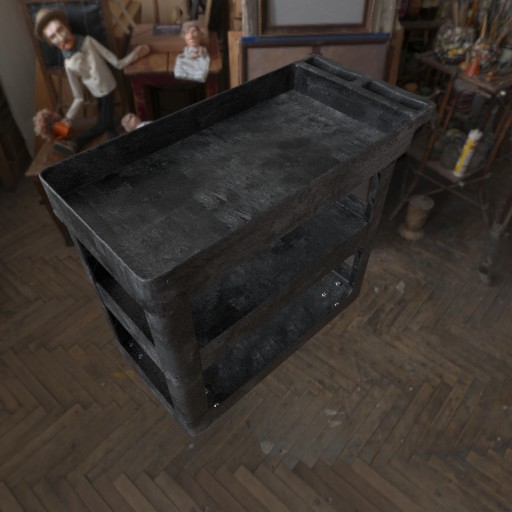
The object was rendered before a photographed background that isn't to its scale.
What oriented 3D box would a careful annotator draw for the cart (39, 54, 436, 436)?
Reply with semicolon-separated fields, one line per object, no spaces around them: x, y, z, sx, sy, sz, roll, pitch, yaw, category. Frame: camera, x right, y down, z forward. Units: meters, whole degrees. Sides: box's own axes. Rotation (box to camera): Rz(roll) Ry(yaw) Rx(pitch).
0.000;0.000;1.322;0.877;0.824;0.420;-34;56;-28;cart
